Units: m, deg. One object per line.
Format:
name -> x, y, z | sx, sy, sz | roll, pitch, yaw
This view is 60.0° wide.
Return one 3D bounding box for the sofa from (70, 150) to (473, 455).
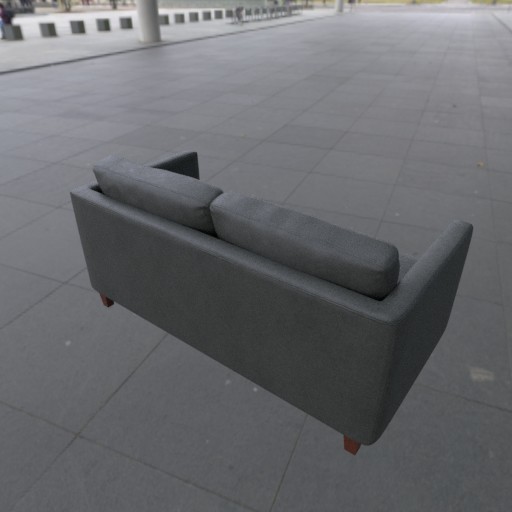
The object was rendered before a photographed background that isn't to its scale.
sofa -> 0.000, 0.000, 2.375 | 1.883, 0.933, 0.951 | 21, 37, 31
